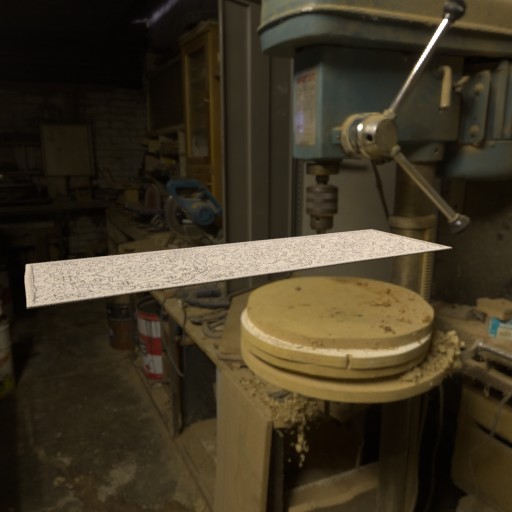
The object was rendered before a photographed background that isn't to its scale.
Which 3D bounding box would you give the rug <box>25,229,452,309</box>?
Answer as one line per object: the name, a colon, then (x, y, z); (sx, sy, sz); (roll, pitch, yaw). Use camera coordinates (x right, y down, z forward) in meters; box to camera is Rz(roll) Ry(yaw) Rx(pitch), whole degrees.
rug: (0.000, 0.000, 2.632); (2.448, 0.012, 0.769); (-7, 15, -26)
